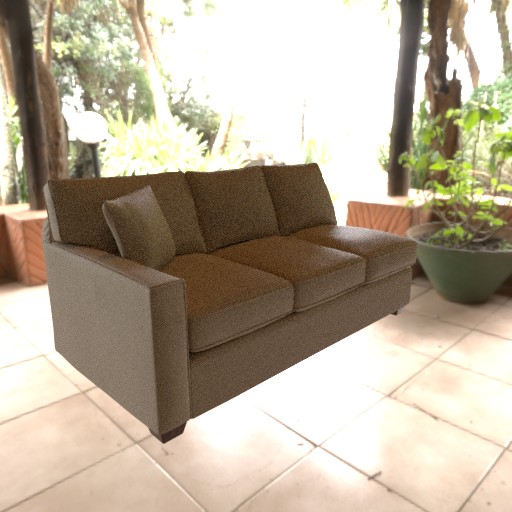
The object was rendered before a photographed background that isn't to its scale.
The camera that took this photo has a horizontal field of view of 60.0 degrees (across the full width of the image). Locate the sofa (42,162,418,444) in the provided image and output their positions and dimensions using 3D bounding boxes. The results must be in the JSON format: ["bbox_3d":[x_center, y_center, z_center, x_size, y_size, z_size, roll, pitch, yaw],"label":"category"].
[{"bbox_3d":[0.000,0.000,2.508,1.962,0.946,1.034,-14,21,-43],"label":"sofa"}]
